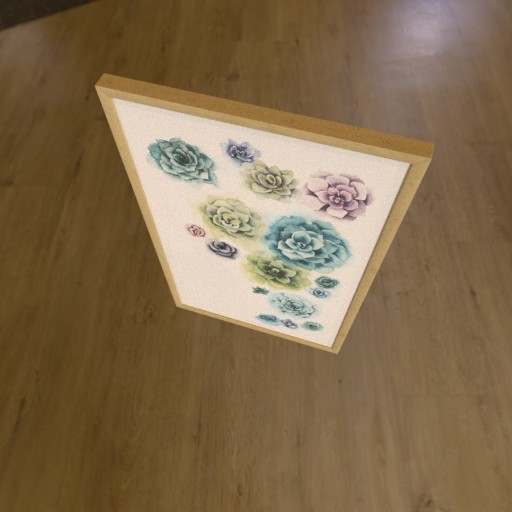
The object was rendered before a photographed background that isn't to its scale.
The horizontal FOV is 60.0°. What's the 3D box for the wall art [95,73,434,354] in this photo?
[{"bbox_3d":[0.000,0.000,0.993,0.510,0.810,0.039,15,60,9],"label":"wall art"}]
